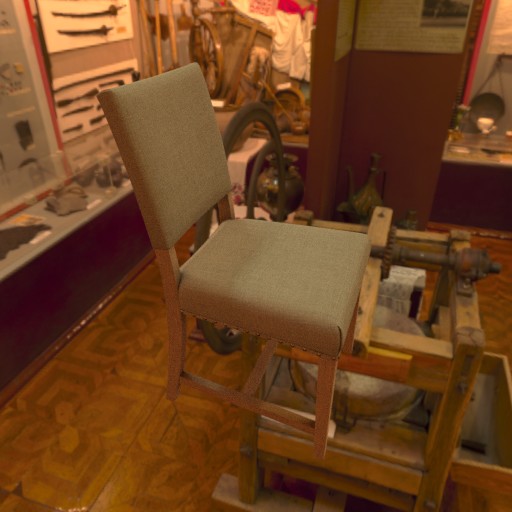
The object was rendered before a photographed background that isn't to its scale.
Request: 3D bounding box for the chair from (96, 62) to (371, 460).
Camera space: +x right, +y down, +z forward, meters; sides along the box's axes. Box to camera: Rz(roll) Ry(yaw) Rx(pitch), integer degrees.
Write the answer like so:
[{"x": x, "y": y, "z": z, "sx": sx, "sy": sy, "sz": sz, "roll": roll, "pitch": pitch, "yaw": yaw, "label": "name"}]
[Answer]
[{"x": 0.000, "y": 0.000, "z": 1.319, "sx": 0.622, "sy": 0.986, "sz": 0.508, "roll": 11, "pitch": 33, "yaw": 17, "label": "chair"}]
